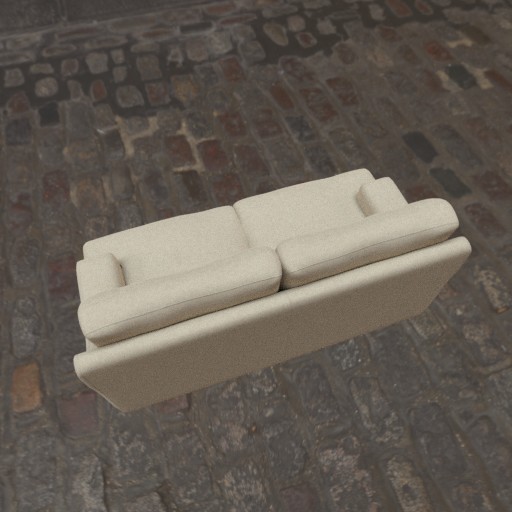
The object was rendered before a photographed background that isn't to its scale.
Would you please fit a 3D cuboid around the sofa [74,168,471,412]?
[{"bbox_3d":[0.000,0.000,2.426,1.885,0.967,0.962,-16,60,-10],"label":"sofa"}]
